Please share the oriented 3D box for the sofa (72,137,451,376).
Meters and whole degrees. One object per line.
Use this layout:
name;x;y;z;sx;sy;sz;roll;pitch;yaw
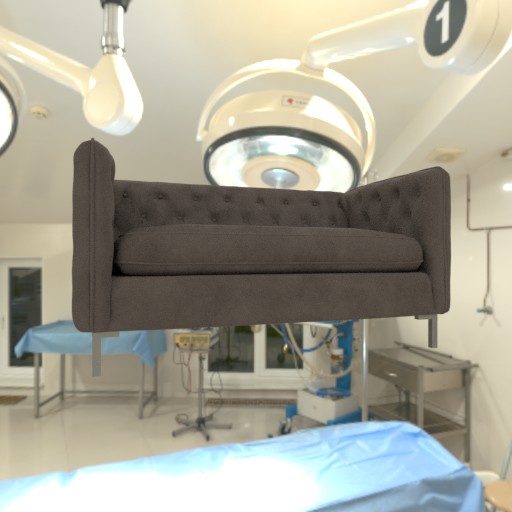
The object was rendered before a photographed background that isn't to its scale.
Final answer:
sofa;0.000;0.000;2.110;1.583;0.810;0.909;0;0;-19
